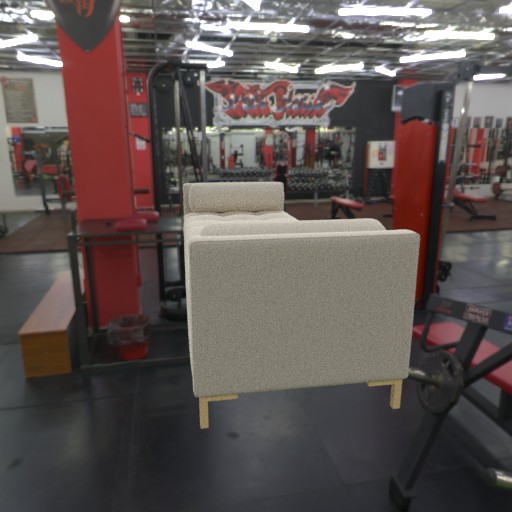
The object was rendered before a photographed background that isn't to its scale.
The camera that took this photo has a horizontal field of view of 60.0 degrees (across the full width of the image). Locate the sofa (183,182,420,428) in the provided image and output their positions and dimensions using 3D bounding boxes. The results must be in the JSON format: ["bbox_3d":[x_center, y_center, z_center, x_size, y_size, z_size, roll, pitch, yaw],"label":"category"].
[{"bbox_3d":[0.000,0.000,2.341,0.746,0.641,1.985,-2,14,-9],"label":"sofa"}]
